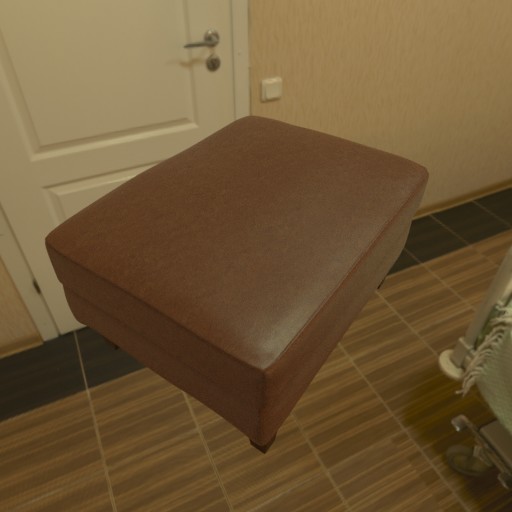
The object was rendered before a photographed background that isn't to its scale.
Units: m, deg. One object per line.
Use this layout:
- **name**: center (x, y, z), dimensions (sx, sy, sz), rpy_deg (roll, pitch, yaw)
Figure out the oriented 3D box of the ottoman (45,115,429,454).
- **ottoman**: center (0.000, 0.000, 1.253), dimensions (0.650, 0.485, 0.851), rpy_deg (25, 47, 26)
